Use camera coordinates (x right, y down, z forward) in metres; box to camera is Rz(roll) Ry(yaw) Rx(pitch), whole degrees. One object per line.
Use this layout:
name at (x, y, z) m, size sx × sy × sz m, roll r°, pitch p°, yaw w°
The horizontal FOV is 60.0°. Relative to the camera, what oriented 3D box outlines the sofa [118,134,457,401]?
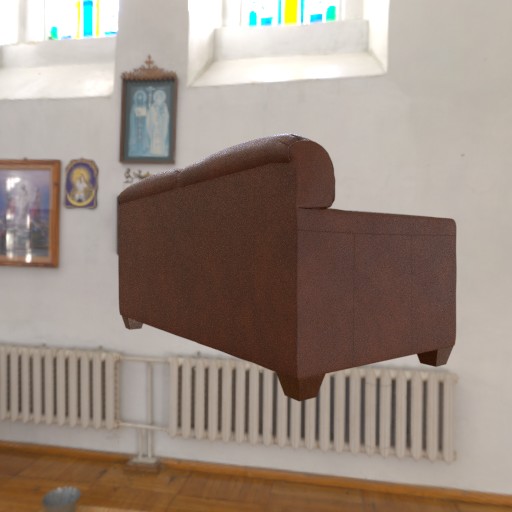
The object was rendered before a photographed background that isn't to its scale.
sofa at (0.000, 0.000, 2.477) m, size 1.000 × 0.966 × 1.856 m, roll 0°, pitch 1°, yaw -35°
